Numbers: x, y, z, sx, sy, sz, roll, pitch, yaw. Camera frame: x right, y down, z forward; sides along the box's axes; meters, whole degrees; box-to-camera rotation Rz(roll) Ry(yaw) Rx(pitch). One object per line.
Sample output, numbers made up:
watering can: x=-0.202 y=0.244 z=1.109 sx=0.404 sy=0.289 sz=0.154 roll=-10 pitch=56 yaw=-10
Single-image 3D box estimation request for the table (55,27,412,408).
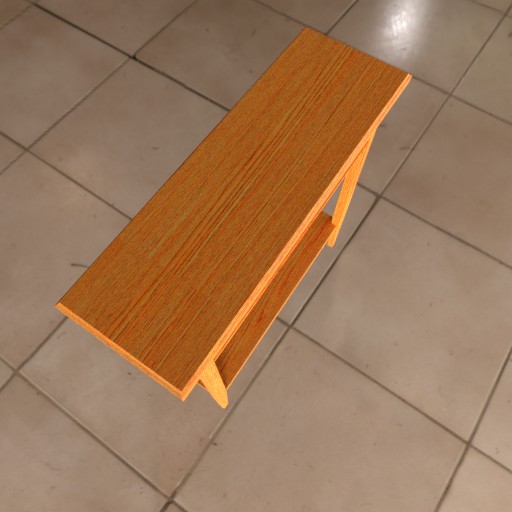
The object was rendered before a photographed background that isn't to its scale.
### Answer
table: x=0.000 y=0.000 z=1.116 sx=0.254 sy=0.711 sz=0.762 roll=31 pitch=69 yaw=13
